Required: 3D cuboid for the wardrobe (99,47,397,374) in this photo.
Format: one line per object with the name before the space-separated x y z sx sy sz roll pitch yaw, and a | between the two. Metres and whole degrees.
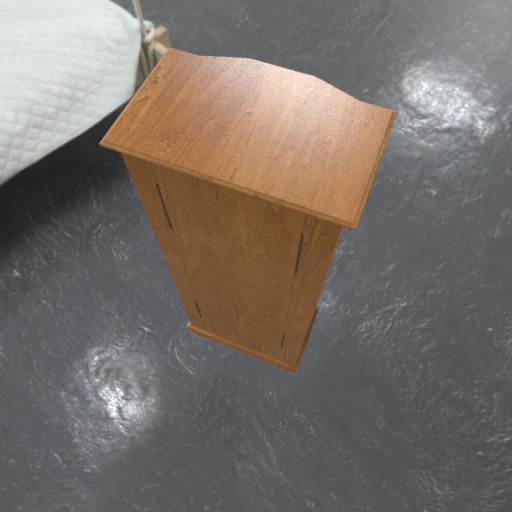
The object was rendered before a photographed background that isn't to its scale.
wardrobe | 0.000 0.000 1.120 0.406 0.959 0.273 20 65 10
